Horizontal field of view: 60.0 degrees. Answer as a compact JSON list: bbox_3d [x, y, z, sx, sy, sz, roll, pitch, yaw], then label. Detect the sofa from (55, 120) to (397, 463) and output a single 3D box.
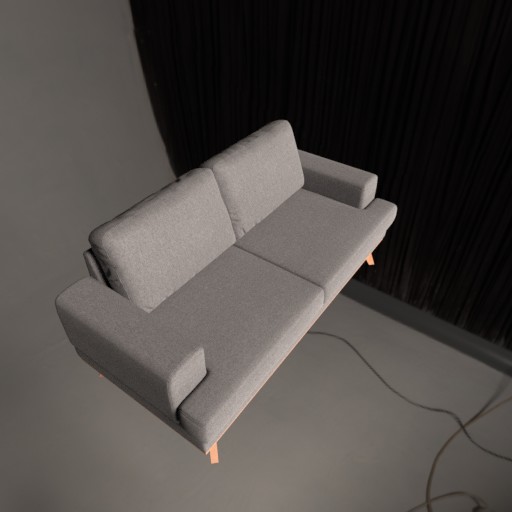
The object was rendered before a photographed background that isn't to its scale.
[{"bbox_3d":[0.000,0.000,2.133,0.785,0.810,1.650,25,47,26],"label":"sofa"}]
